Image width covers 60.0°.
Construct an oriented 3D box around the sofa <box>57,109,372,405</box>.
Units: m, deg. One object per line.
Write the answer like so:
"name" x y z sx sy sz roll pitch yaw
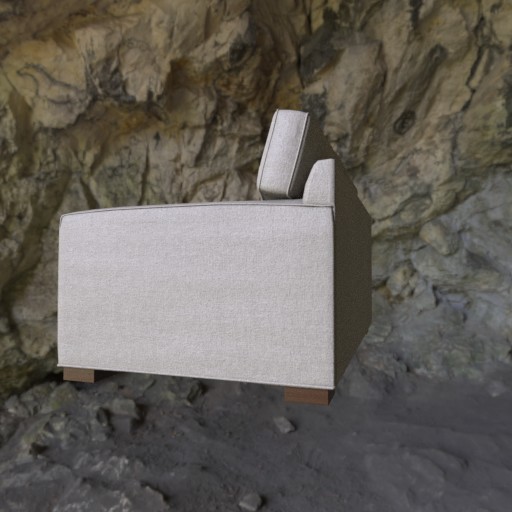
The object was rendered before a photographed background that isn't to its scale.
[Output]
"sofa" 0.000 0.000 2.044 0.940 0.853 1.484 0 -1 18
